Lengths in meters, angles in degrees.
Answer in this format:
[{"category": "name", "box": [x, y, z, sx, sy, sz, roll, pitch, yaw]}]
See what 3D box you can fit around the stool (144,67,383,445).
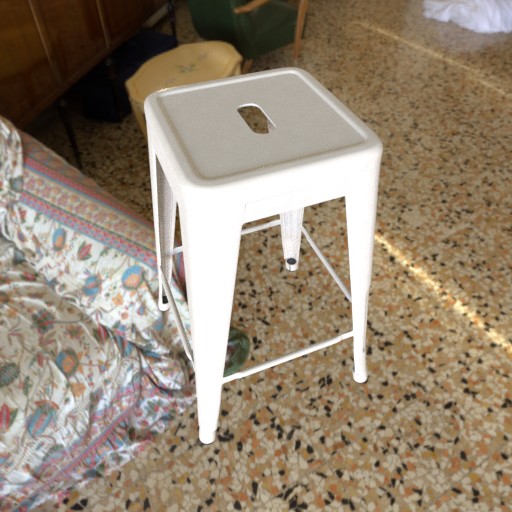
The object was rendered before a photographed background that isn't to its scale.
[{"category": "stool", "box": [0.000, 0.000, 0.886, 0.406, 0.610, 0.406, -16, 49, -15]}]
